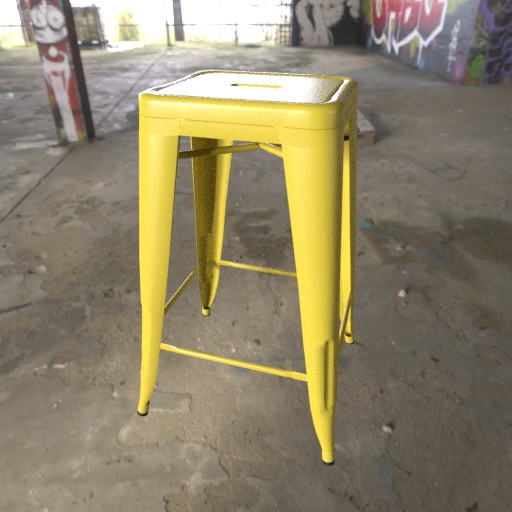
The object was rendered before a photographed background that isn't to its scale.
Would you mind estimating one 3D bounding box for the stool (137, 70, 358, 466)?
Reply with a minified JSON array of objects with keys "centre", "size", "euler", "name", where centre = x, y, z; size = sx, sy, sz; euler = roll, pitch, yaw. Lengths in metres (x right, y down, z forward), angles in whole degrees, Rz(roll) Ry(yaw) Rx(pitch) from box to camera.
[{"centre":[0.000,0.000,0.831],"size":[0.399,0.609,0.359],"euler":[9,32,14],"name":"stool"}]
